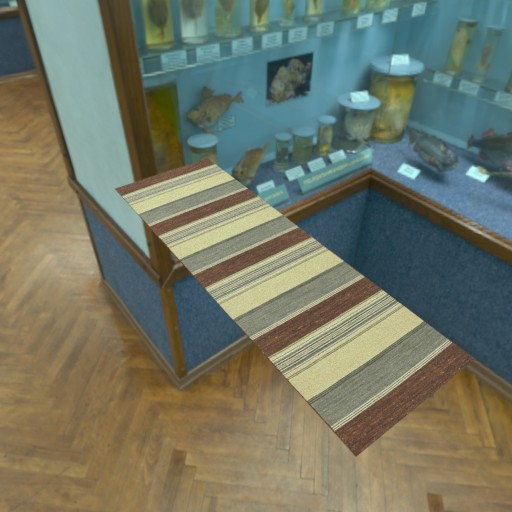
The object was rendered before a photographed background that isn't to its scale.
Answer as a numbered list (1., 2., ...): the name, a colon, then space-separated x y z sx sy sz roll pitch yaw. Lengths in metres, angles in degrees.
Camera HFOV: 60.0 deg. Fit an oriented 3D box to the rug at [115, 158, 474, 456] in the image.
1. rug: 0.000 0.000 2.673 0.792 0.006 2.437 -25 47 -26
